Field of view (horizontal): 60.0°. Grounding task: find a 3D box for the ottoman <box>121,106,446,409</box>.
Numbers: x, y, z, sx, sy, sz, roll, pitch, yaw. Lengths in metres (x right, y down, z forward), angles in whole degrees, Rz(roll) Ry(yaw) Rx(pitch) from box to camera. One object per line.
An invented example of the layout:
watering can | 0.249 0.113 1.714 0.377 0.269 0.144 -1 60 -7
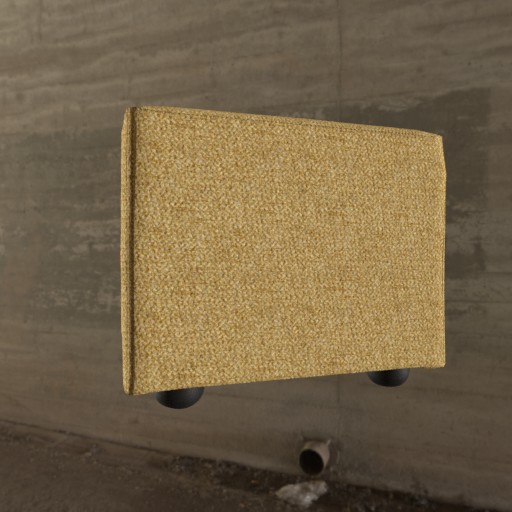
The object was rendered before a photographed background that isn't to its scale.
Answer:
ottoman | 0.000 0.000 0.875 0.512 0.441 0.505 0 1 -17
